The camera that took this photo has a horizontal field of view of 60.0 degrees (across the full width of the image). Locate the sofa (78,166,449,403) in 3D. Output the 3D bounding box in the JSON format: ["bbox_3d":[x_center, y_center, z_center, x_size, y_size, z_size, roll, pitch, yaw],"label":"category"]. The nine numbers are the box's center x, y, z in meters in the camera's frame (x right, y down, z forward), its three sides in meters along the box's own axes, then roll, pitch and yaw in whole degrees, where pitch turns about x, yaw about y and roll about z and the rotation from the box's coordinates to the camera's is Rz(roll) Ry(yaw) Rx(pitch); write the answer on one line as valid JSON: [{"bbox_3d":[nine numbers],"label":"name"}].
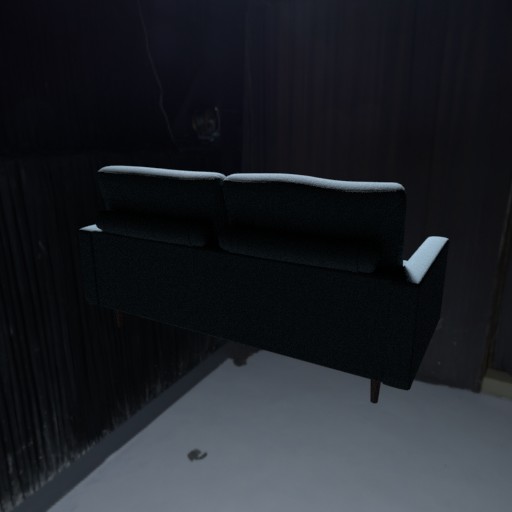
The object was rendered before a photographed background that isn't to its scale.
[{"bbox_3d":[0.000,0.000,2.639,2.010,1.050,0.966,9,18,29],"label":"sofa"}]
